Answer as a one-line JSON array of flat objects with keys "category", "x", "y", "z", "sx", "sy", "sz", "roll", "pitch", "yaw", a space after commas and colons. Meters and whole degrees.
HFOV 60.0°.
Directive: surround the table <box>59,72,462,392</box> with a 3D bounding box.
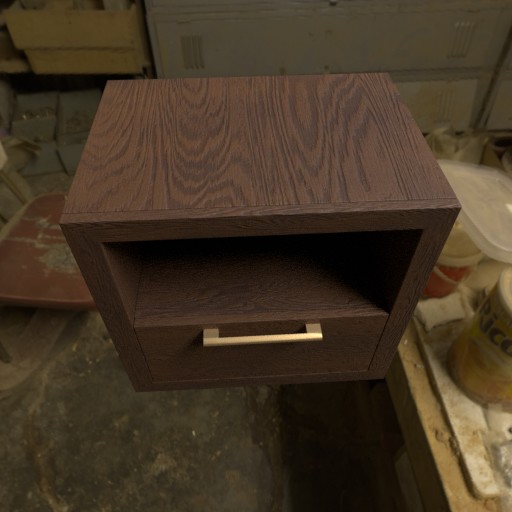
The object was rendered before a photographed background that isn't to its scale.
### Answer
[{"category": "table", "x": 0.000, "y": 0.000, "z": 0.953, "sx": 0.560, "sy": 0.585, "sz": 0.439, "roll": -3, "pitch": 48, "yaw": -2}]
